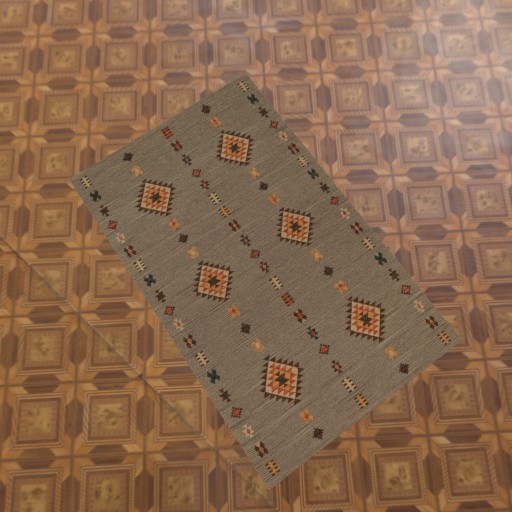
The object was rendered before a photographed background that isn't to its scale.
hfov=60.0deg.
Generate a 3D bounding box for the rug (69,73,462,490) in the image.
[{"bbox_3d":[0.000,0.000,2.978,1.515,0.007,2.427,-34,78,-8],"label":"rug"}]
